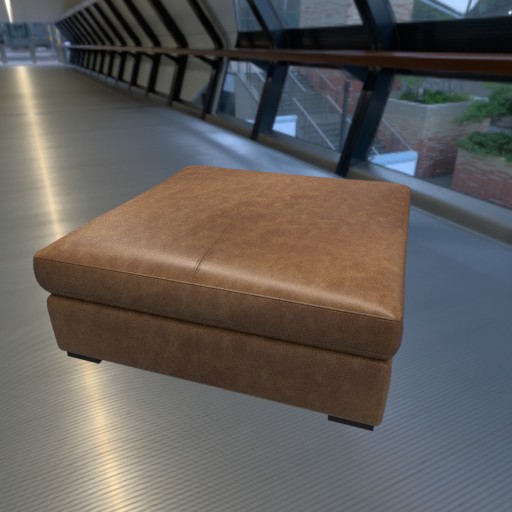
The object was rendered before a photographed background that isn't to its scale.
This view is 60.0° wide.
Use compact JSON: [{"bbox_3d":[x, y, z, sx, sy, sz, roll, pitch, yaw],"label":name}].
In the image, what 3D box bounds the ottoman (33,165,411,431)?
[{"bbox_3d":[0.000,0.000,1.839,1.169,0.483,1.168,8,28,16],"label":"ottoman"}]
